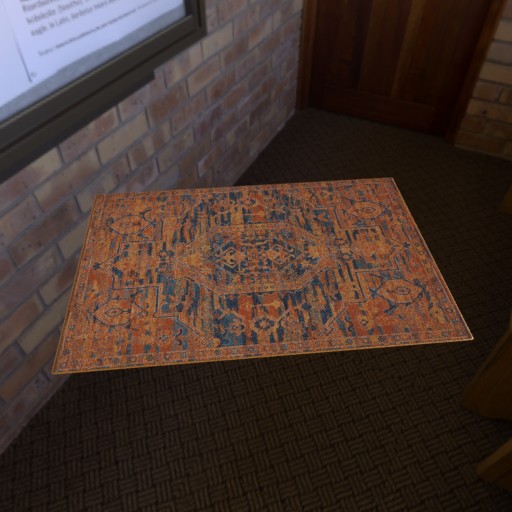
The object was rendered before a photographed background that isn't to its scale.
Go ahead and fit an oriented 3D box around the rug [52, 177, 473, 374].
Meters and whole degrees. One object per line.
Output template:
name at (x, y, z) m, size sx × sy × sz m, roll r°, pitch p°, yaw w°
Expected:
rug at (0.000, 0.000, 2.226) m, size 1.758 × 0.013 × 1.148 m, roll -4°, pitch 47°, yaw -4°
